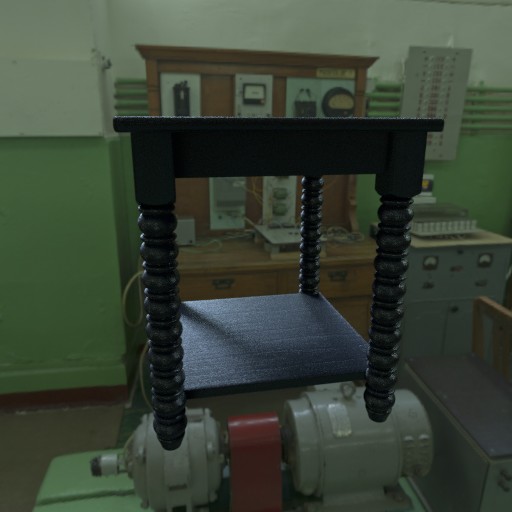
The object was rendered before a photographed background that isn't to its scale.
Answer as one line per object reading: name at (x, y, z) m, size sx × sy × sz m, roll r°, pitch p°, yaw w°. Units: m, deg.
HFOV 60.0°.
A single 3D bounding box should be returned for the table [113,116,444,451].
table at (0.000, 0.000, 0.970) m, size 0.500 × 0.567 × 0.533 m, roll -3°, pitch 16°, yaw -11°
